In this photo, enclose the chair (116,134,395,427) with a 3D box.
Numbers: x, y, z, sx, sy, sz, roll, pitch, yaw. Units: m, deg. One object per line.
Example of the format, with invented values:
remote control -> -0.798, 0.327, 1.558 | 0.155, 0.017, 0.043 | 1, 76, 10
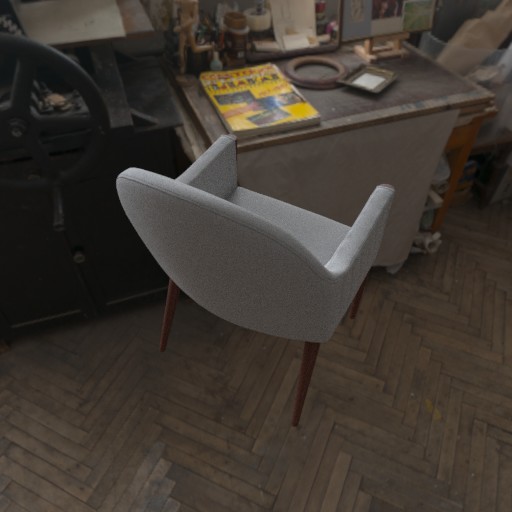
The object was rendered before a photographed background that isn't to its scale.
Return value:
chair -> 0.000, 0.000, 1.319 | 0.610, 0.889, 0.620 | 23, 50, 21
